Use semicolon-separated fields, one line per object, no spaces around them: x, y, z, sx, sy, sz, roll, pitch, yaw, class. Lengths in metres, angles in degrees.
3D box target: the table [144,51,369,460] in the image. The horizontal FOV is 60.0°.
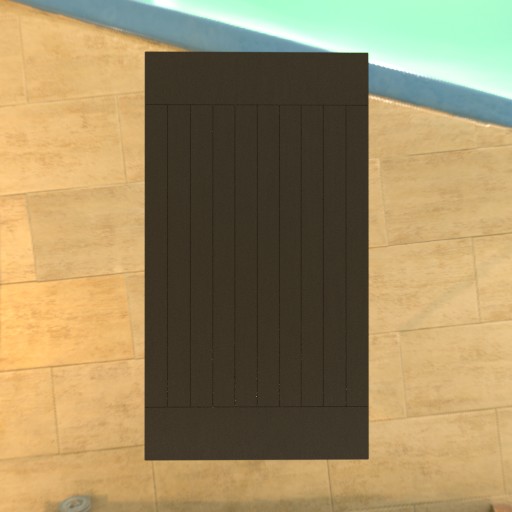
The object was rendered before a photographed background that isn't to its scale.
0.000;0.000;1.400;0.600;0.494;1.062;0;90;-1;table
